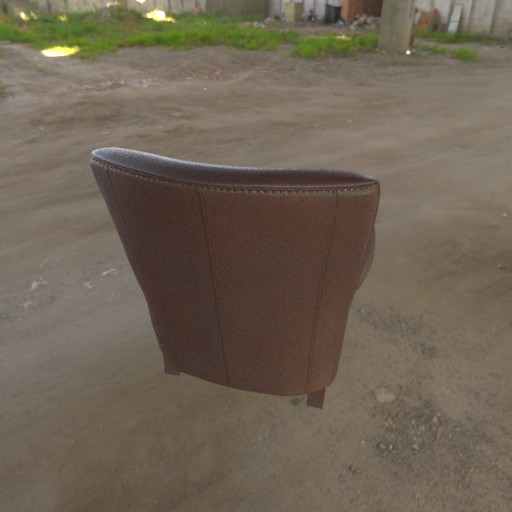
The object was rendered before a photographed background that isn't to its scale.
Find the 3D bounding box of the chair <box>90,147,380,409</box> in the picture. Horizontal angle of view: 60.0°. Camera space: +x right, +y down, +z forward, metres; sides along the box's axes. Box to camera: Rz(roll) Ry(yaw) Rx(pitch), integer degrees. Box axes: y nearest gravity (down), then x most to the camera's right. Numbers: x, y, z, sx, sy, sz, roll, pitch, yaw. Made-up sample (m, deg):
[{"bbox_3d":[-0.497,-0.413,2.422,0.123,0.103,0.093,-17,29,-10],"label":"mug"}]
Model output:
[{"bbox_3d":[0.000,0.000,1.376,0.700,0.800,0.746,9,32,14],"label":"chair"}]
